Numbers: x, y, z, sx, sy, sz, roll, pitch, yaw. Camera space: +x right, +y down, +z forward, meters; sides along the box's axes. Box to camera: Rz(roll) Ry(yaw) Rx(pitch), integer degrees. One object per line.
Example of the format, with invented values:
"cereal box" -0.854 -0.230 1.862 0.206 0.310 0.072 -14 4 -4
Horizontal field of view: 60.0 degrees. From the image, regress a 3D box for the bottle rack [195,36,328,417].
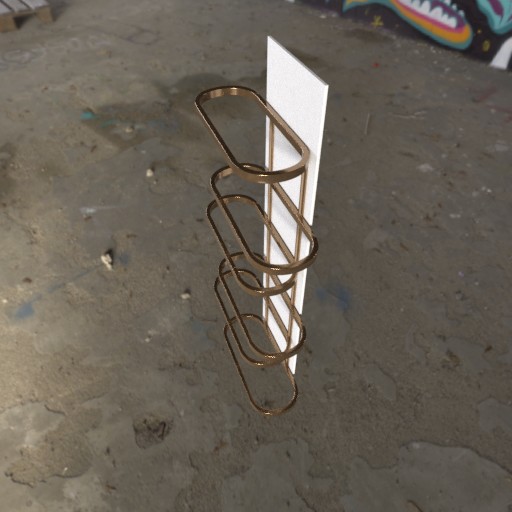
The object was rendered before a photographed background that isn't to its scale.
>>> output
"bottle rack" 0.000 0.000 0.831 0.118 0.709 0.332 -15 47 -15
